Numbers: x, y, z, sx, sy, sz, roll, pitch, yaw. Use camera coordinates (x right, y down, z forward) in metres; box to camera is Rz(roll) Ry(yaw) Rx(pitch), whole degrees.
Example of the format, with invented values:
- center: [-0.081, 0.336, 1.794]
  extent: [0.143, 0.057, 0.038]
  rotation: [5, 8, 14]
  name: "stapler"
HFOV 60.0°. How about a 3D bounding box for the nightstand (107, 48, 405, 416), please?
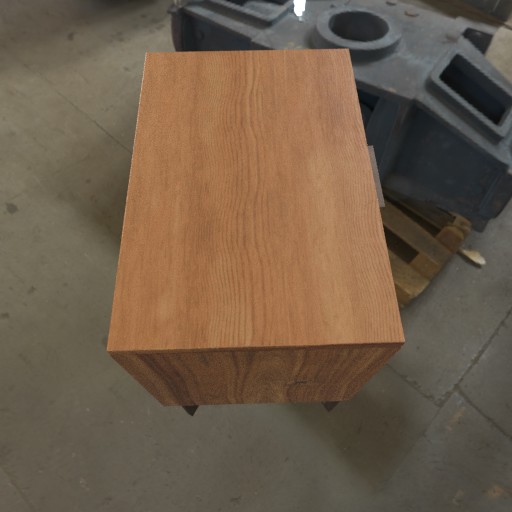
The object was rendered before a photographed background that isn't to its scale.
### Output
- center: [0.000, 0.000, 1.022]
  extent: [0.427, 0.615, 0.613]
  rotation: [-1, 62, -1]
  name: "nightstand"
